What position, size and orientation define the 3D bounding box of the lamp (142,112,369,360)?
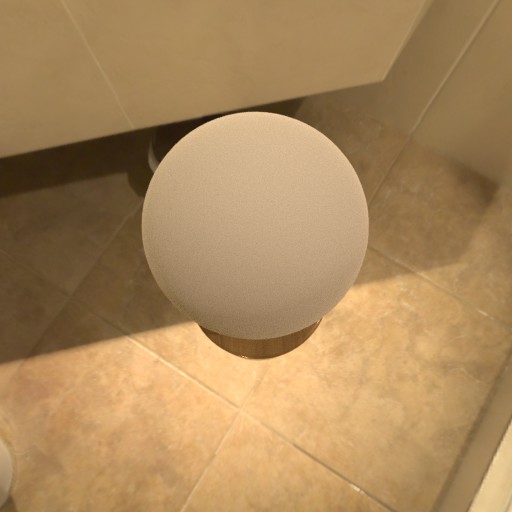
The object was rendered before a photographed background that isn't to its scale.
[{"bbox_3d":[0.000,0.000,0.336,0.141,0.250,0.152,-5,76,-1],"label":"lamp"}]
